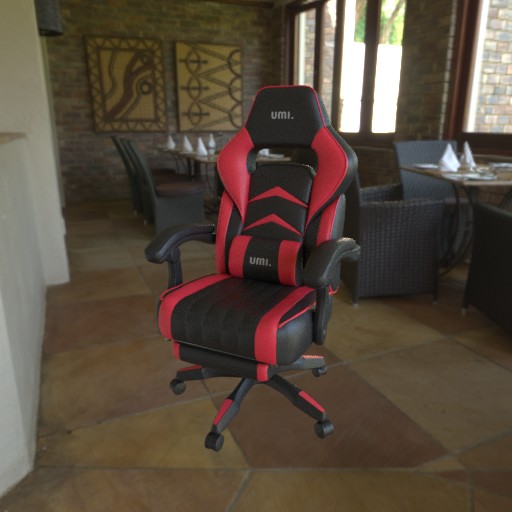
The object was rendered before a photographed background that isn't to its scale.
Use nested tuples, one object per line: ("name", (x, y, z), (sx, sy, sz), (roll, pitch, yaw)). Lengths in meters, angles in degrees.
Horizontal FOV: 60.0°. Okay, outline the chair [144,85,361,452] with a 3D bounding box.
("chair", (0.000, 0.000, 1.640), (0.700, 1.220, 0.700), (8, 18, 25))
